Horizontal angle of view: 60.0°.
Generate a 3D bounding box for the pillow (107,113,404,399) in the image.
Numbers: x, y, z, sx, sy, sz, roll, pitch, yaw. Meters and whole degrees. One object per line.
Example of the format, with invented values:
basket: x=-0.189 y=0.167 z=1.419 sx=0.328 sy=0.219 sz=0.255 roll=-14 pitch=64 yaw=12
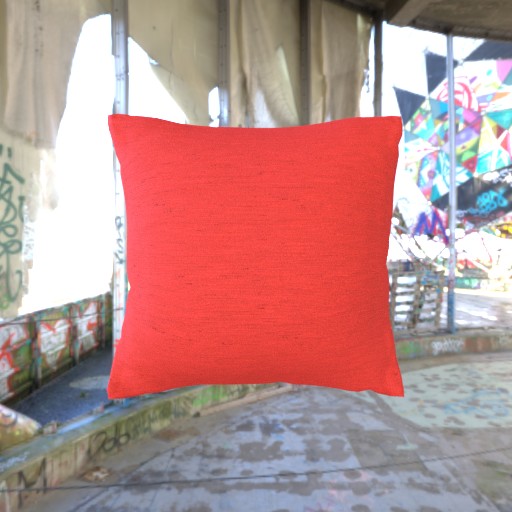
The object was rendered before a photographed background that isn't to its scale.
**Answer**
pillow: x=0.000 y=0.000 z=0.655 sx=0.438 sy=0.419 sz=0.162 roll=0 pitch=0 yaw=-1
